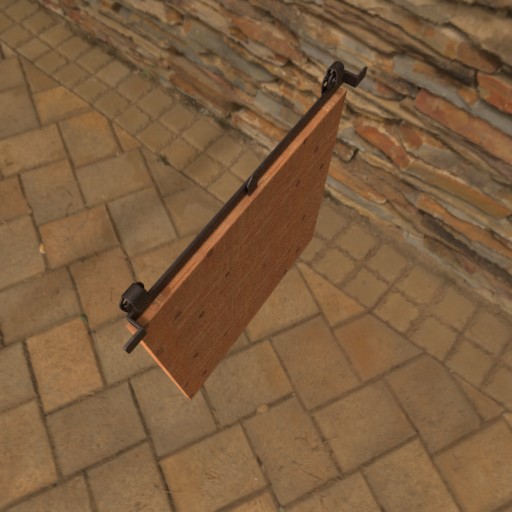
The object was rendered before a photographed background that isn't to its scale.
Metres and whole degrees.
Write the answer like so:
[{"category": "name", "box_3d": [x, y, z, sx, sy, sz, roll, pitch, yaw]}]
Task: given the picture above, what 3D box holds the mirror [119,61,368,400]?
[{"category": "mirror", "box_3d": [0.000, 0.000, 1.177, 0.054, 0.800, 0.805, 33, 68, 15]}]
